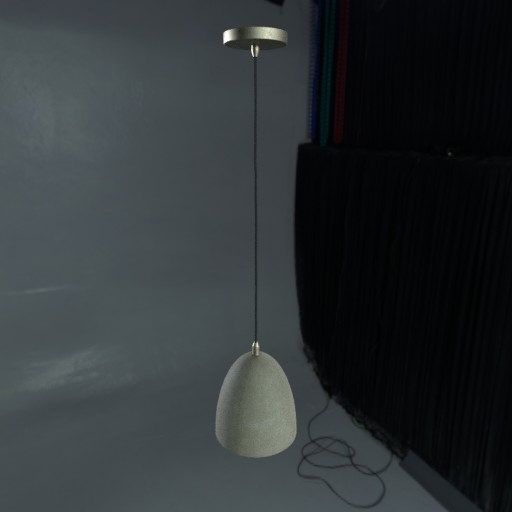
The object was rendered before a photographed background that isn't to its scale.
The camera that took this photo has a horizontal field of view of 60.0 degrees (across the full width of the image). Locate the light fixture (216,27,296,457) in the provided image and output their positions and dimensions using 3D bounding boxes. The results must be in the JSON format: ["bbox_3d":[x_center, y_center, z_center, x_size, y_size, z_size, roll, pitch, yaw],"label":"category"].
[{"bbox_3d":[0.000,0.000,0.833,0.170,0.759,0.170,-8,18,-28],"label":"light fixture"}]
